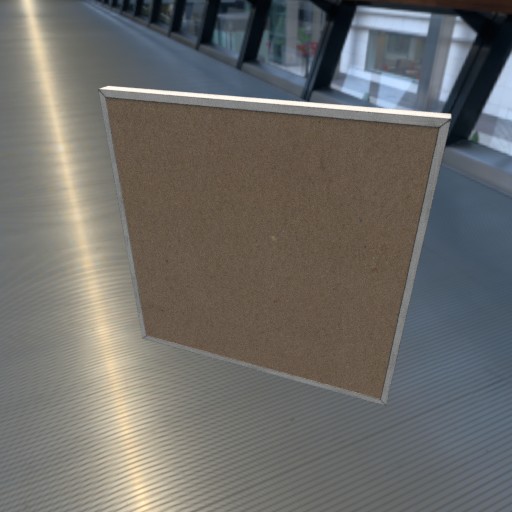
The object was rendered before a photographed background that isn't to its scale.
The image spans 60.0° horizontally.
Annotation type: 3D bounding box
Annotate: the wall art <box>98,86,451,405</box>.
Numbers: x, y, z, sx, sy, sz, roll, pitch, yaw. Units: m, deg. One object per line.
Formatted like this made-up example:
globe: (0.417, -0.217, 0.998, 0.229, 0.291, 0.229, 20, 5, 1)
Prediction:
wall art: (0.000, 0.000, 1.123, 0.762, 0.762, 0.038, 11, 33, 17)
